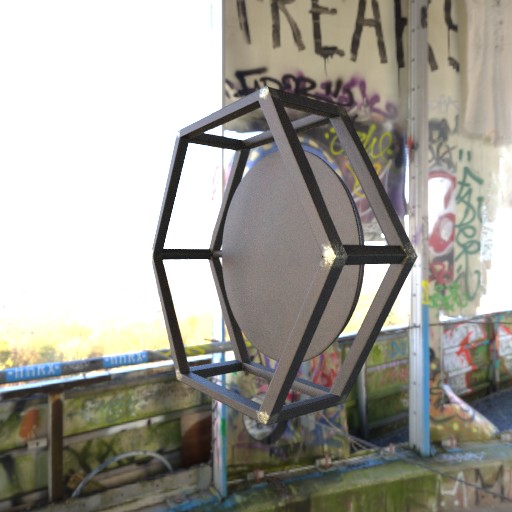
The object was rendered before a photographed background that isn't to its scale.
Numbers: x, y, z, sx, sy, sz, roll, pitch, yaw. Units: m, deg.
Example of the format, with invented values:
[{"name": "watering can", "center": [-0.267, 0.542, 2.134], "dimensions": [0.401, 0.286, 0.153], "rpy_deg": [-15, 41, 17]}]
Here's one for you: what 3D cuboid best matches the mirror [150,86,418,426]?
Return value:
[{"name": "mirror", "center": [0.000, 0.000, 0.548], "dimensions": [0.119, 0.334, 0.380], "rpy_deg": [0, 0, -36]}]
